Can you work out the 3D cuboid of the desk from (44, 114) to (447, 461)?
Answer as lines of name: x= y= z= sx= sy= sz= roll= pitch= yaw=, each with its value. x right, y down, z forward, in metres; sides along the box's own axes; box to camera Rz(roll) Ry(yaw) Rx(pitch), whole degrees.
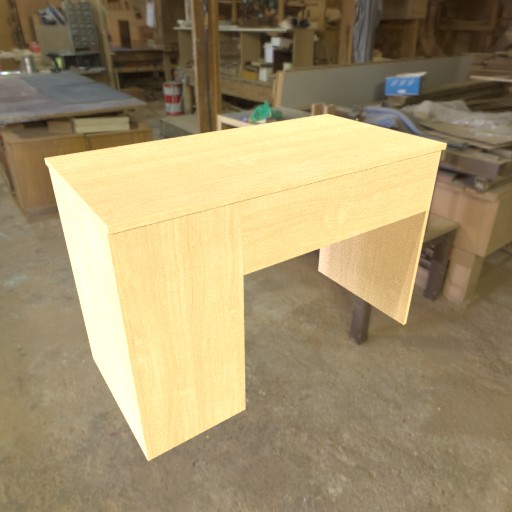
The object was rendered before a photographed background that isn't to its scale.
desk: x=0.000 y=0.000 z=1.526 sx=1.097 sy=0.735 sz=0.560 roll=-18 pitch=34 yaw=-30
